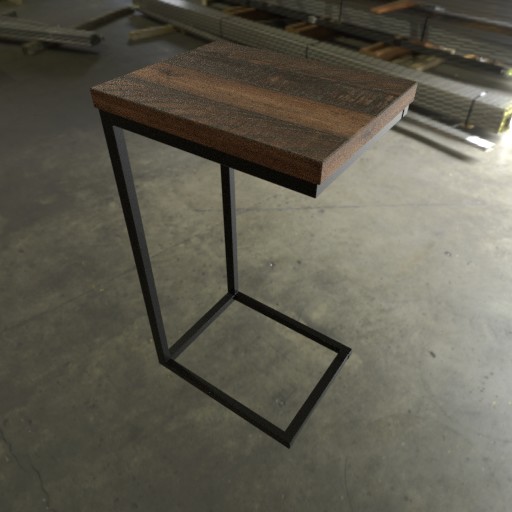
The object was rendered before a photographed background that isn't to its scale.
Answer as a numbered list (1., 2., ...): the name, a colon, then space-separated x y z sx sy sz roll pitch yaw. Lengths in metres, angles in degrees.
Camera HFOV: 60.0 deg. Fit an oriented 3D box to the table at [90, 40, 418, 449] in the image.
1. table: 0.000 0.000 0.938 0.414 0.718 0.323 25 47 26
